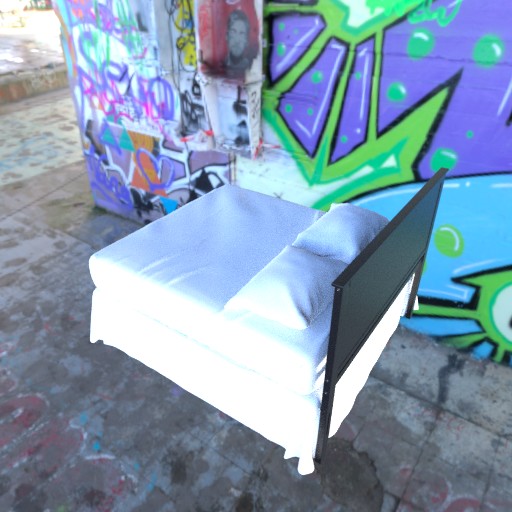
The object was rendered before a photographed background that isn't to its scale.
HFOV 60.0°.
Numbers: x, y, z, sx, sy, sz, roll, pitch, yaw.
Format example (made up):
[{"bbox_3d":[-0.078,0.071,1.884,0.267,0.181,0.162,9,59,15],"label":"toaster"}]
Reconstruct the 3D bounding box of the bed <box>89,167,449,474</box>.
[{"bbox_3d":[0.000,0.000,3.241,2.050,1.270,1.870,20,37,29],"label":"bed"}]
